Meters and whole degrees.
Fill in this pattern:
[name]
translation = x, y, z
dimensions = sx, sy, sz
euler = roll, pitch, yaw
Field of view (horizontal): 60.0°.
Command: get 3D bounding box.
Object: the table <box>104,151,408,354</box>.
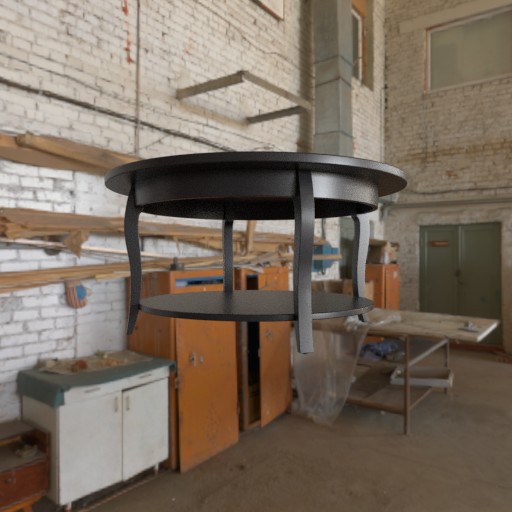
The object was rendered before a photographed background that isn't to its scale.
[table]
translation = 0.000, 0.000, 1.414
dimensions = 0.914, 0.457, 0.914
euler = 0, 0, 0
